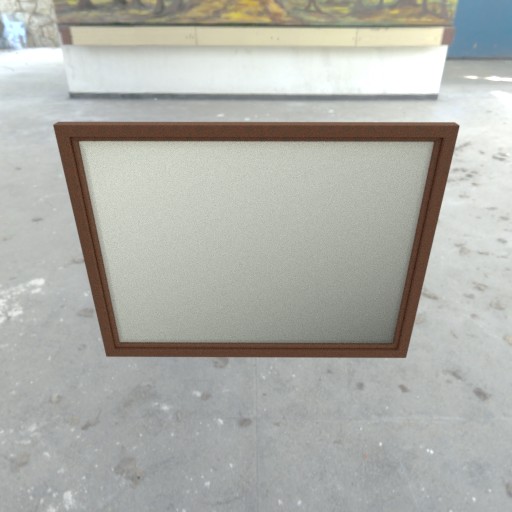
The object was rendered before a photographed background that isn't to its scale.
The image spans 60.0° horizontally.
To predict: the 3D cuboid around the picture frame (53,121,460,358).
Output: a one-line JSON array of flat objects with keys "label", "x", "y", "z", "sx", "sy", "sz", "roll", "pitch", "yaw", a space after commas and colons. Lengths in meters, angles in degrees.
[{"label": "picture frame", "x": 0.000, "y": 0.000, "z": 1.724, "sx": 1.329, "sy": 1.018, "sz": 0.045, "roll": 0, "pitch": 31, "yaw": 0}]
